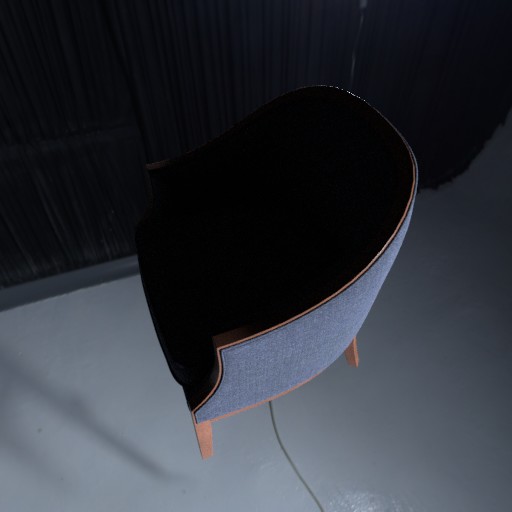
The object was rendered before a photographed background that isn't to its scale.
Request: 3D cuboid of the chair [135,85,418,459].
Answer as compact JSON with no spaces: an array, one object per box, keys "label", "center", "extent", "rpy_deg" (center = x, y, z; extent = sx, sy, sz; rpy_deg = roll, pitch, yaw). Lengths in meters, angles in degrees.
[{"label":"chair","center":[0.000,0.000,1.431],"extent":[0.735,0.876,0.803],"rpy_deg":[-16,48,-15]}]
